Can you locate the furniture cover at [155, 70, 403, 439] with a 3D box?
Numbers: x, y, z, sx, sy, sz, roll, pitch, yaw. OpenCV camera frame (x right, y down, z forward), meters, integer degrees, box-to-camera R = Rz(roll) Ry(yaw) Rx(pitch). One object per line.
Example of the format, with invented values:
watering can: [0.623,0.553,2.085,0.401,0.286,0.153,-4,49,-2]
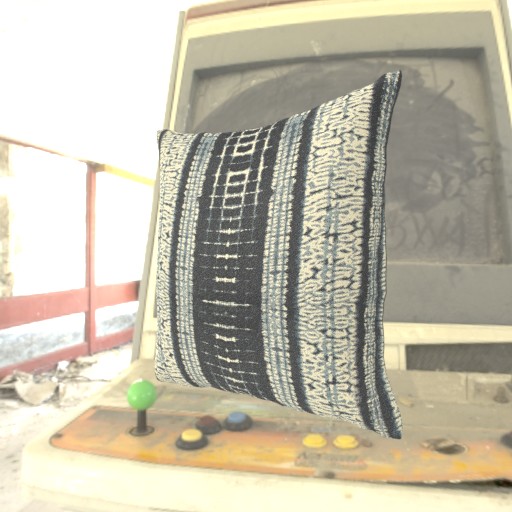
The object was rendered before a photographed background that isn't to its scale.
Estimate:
furniture cover: [0.000,0.000,0.643,0.425,0.435,0.133,0,1,36]
